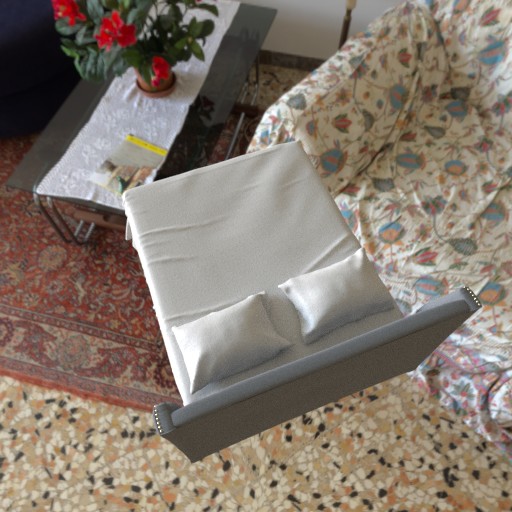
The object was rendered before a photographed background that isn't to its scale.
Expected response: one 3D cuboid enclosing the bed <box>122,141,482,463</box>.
[{"bbox_3d":[0.000,0.000,3.420,1.925,1.332,2.276,-19,62,-10],"label":"bed"}]
